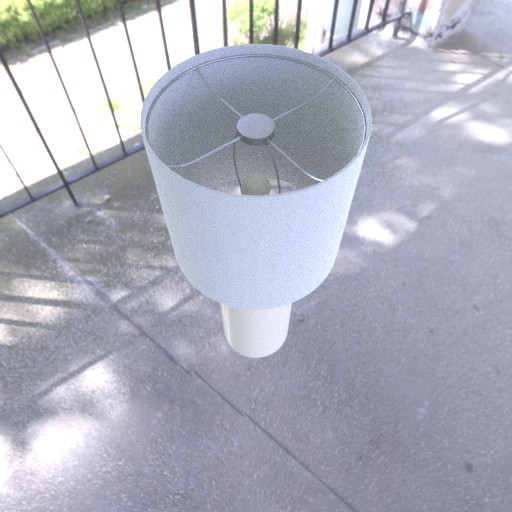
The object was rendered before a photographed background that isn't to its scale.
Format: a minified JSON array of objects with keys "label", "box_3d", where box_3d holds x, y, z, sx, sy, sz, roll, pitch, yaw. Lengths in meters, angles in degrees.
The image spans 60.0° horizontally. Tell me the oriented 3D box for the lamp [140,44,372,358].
[{"label":"lamp","box_3d":[0.000,0.000,0.614,0.212,0.493,0.212,-33,63,-20]}]
